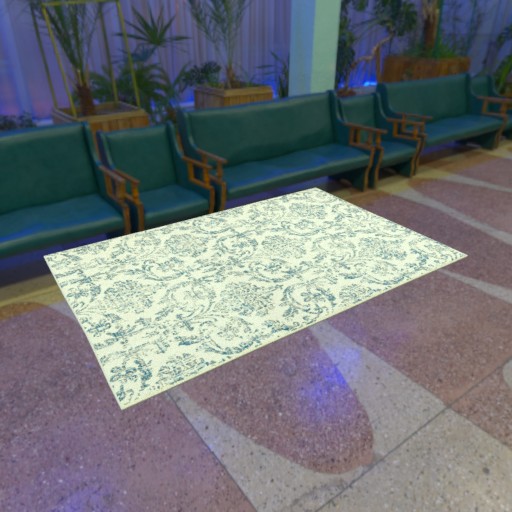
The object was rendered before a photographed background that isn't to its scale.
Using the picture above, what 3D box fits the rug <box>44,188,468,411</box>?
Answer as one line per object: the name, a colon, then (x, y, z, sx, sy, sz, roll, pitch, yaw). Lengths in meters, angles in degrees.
rug: (0.000, 0.000, 3.436, 2.746, 0.018, 1.819, -18, 34, -29)
